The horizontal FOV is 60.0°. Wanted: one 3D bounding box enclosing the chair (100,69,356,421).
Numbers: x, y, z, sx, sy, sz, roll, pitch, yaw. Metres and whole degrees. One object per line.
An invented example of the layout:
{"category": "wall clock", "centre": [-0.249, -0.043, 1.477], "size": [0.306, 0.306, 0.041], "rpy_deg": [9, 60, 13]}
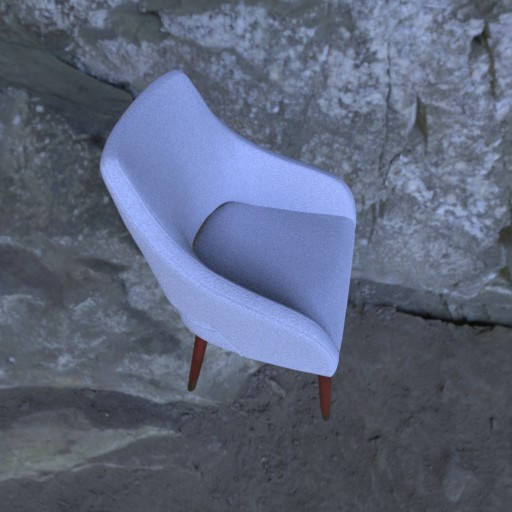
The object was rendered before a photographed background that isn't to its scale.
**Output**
{"category": "chair", "centre": [0.000, 0.000, 1.294], "size": [0.600, 0.889, 0.609], "rpy_deg": [10, 49, 9]}
